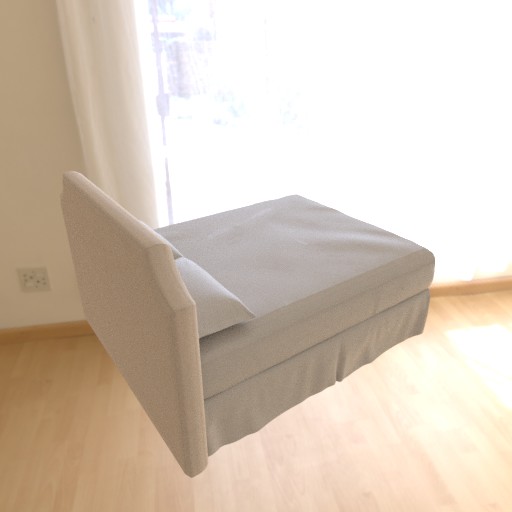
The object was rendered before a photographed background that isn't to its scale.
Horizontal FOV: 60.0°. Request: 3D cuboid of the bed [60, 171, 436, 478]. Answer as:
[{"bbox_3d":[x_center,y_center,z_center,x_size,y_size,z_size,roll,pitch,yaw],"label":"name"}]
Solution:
[{"bbox_3d":[0.000,0.000,3.241,2.164,1.297,1.828,-18,33,-31],"label":"bed"}]
